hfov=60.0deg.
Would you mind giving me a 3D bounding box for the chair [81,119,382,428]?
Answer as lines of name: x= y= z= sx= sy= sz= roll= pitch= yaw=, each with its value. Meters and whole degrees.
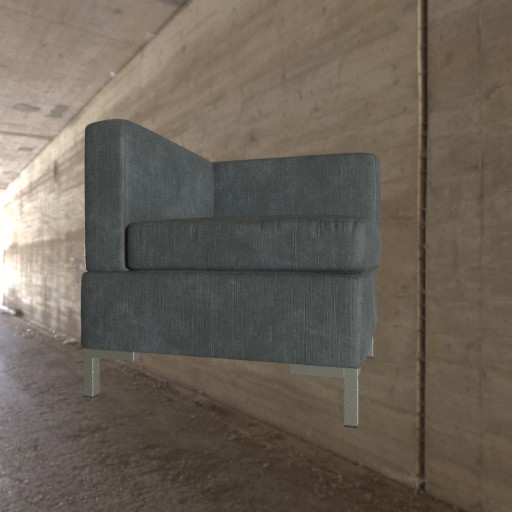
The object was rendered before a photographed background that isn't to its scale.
chair: x=0.000 y=0.000 z=1.244 sx=0.680 sy=0.660 sz=0.680 roll=0 pitch=0 yaw=17
